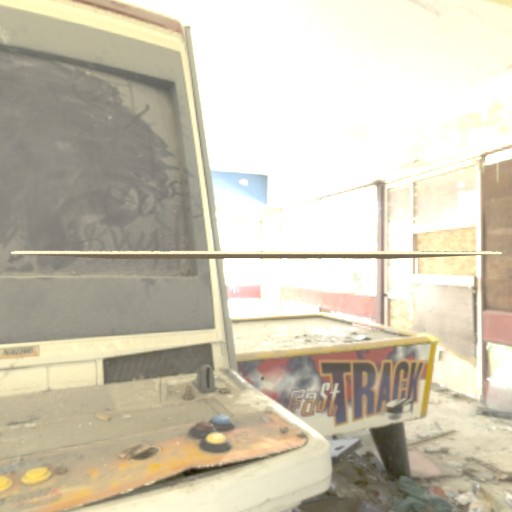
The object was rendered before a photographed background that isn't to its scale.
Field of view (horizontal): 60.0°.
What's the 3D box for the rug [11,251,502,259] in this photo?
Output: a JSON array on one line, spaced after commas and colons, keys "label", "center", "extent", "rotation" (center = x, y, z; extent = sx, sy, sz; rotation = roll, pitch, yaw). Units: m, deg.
[{"label": "rug", "center": [0.000, 0.000, 2.253], "extent": [1.831, 0.012, 1.213], "rotation": [0, -1, -1]}]
